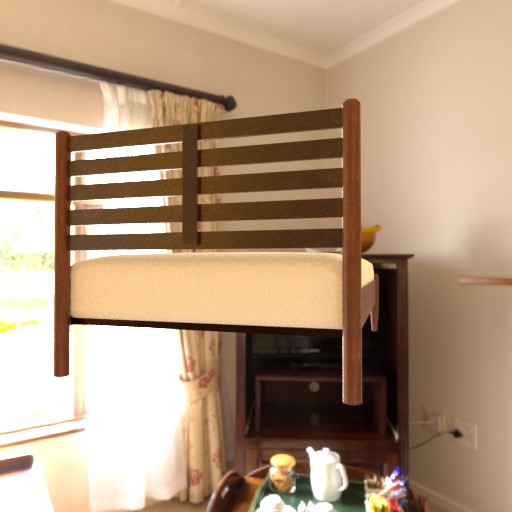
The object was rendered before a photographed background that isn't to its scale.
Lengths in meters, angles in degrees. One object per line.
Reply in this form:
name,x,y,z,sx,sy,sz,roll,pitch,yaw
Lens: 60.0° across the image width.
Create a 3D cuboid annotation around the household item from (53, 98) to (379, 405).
household item,0.000,0.000,3.252,1.663,1.356,2.232,0,-1,18
